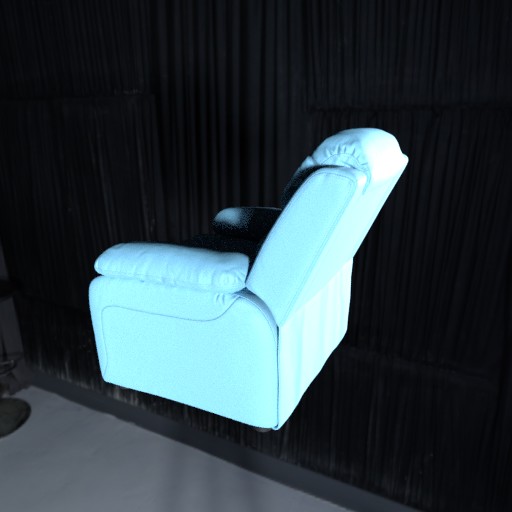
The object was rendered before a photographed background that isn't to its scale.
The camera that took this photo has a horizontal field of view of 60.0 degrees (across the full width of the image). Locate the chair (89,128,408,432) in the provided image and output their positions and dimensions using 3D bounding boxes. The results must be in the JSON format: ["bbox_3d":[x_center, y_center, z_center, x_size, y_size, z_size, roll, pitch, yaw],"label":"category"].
[{"bbox_3d":[0.000,0.000,1.261,0.709,0.702,0.680,8,19,26],"label":"chair"}]
